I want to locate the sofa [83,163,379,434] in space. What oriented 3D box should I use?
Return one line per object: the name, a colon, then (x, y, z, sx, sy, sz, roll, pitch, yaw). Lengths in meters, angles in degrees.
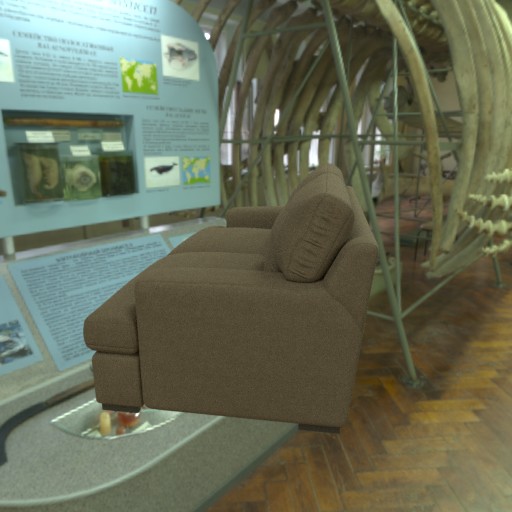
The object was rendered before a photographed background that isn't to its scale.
sofa: (0.000, 0.000, 2.512, 1.140, 0.950, 1.869, 2, 16, 9)
